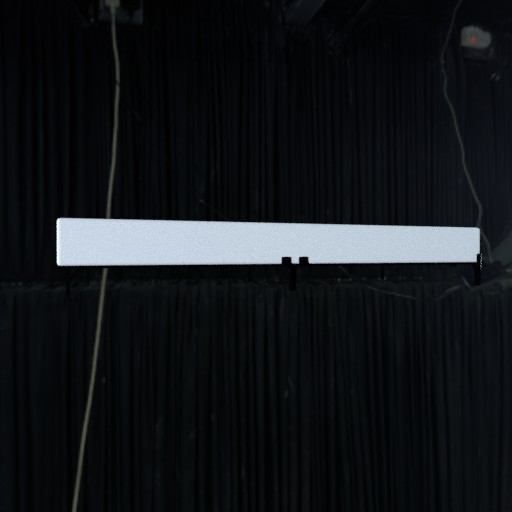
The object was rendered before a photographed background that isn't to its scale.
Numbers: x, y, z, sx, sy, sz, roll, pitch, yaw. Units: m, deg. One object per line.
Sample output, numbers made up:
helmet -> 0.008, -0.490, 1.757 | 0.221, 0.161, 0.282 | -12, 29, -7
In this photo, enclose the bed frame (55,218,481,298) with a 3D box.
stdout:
bed frame -> 0.000, 0.000, 3.814 | 2.987, 0.440, 1.930 | 0, 0, -19
